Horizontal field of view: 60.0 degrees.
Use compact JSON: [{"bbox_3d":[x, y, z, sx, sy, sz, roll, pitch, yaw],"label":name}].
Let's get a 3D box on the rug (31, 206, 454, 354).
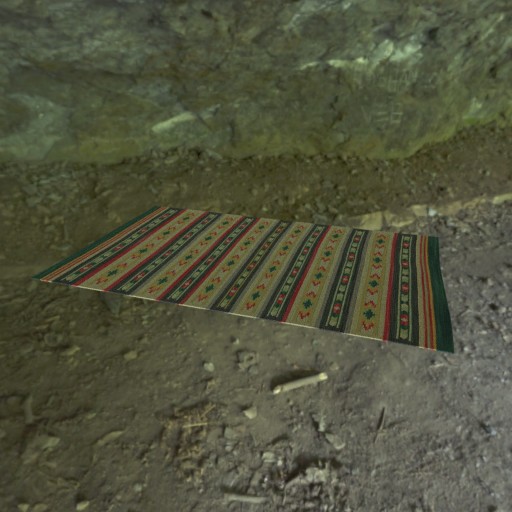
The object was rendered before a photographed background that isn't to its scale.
[{"bbox_3d":[0.000,0.000,3.059,2.447,0.011,1.520,8,25,17],"label":"rug"}]
